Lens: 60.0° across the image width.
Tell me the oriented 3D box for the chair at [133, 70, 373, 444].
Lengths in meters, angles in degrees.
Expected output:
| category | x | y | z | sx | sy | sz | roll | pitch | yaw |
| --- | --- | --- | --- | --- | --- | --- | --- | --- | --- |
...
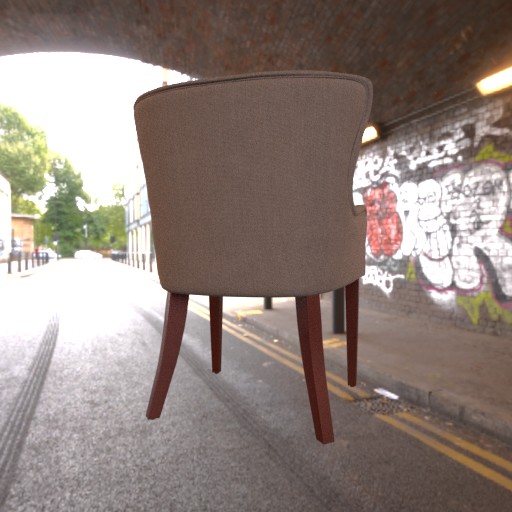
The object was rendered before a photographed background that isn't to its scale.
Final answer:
| category | x | y | z | sx | sy | sz | roll | pitch | yaw |
| --- | --- | --- | --- | --- | --- | --- | --- | --- | --- |
| chair | 0.000 | 0.000 | 1.410 | 0.732 | 0.948 | 0.677 | 0 | 1 | 19 |
